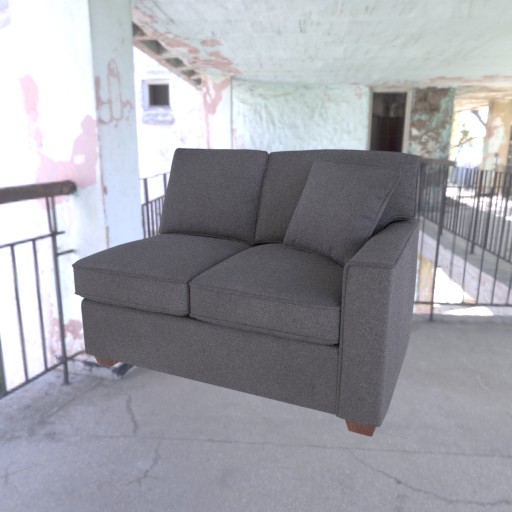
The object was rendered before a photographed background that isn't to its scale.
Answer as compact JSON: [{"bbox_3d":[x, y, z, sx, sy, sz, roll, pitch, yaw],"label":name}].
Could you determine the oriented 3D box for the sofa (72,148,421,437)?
[{"bbox_3d":[0.000,0.000,2.094,1.388,0.989,0.991,6,15,24],"label":"sofa"}]
